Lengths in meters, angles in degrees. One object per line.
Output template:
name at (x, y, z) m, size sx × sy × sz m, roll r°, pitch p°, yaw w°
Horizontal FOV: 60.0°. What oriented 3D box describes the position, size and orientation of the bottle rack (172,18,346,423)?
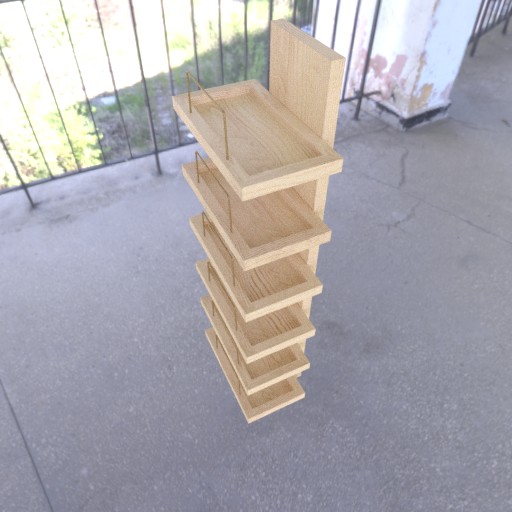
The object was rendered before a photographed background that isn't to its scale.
bottle rack at (0.000, 0.000, 1.037) m, size 0.206 × 0.943 × 0.330 m, roll -19°, pitch 48°, yaw -18°
